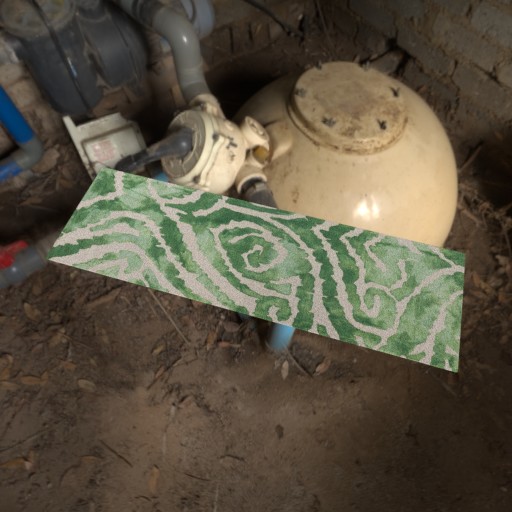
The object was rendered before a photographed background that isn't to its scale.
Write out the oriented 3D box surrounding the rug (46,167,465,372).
[{"bbox_3d":[0.000,0.000,2.695,2.438,0.006,0.761,14,60,8],"label":"rug"}]
